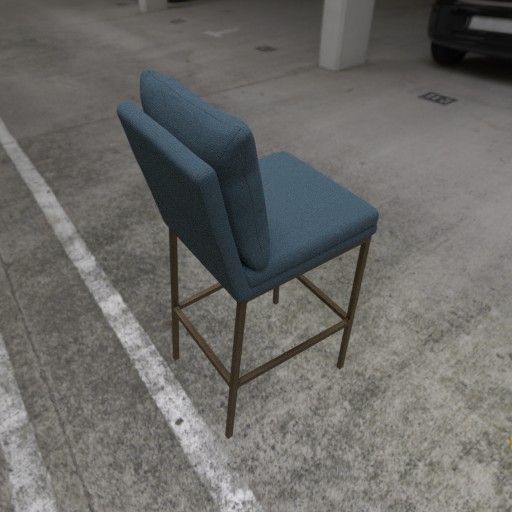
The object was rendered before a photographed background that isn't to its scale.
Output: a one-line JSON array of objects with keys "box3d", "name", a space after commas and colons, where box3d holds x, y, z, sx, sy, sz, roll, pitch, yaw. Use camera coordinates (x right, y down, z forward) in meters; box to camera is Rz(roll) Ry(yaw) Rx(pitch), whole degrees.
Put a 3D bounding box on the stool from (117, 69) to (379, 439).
[{"box3d": [0.000, 0.000, 1.416, 0.568, 1.124, 0.463, -25, 47, -26], "name": "stool"}]
